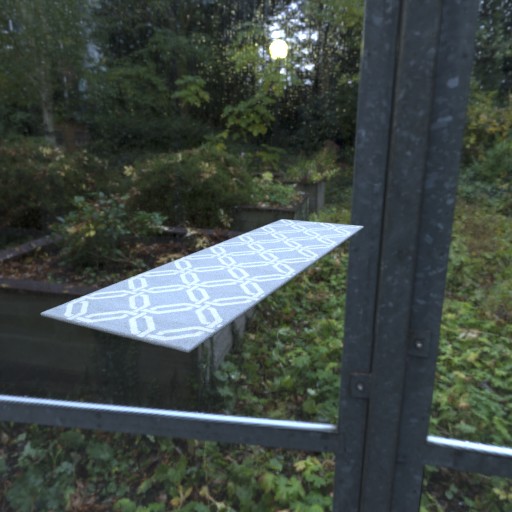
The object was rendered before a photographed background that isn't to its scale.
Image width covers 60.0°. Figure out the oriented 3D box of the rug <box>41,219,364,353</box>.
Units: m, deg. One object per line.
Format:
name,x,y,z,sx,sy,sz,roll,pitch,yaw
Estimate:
rug,0.000,0.000,2.502,0.678,0.014,2.276,7,16,26
